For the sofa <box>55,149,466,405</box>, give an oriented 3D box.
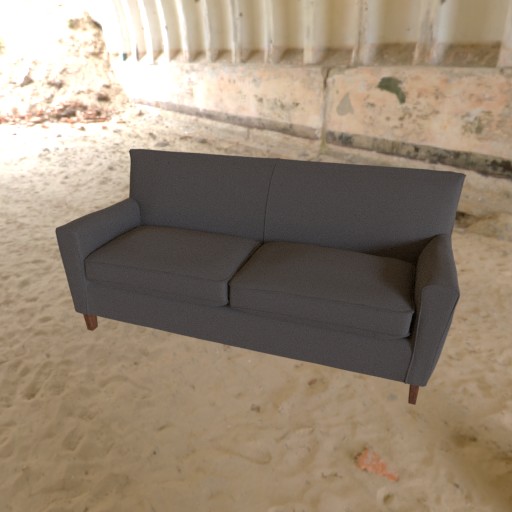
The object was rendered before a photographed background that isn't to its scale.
[{"bbox_3d":[0.000,0.000,2.417,2.002,0.907,0.843,8,26,18],"label":"sofa"}]
